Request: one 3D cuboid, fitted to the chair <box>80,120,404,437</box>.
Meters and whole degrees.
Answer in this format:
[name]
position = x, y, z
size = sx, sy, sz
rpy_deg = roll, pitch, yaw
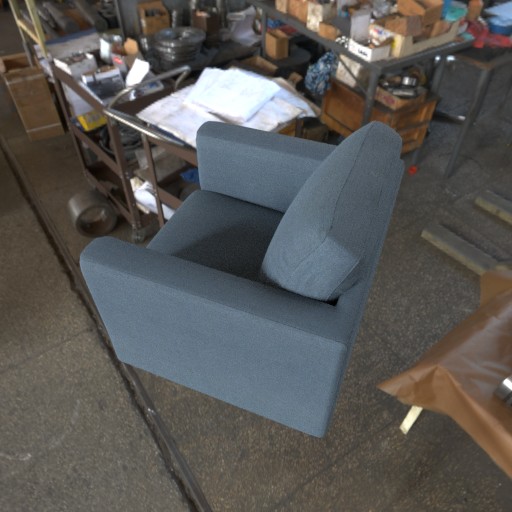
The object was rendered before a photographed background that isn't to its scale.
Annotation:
[chair]
position = 0.000, 0.000, 1.582
size = 0.820, 0.922, 0.855
rpy_deg = 16, 49, 15
